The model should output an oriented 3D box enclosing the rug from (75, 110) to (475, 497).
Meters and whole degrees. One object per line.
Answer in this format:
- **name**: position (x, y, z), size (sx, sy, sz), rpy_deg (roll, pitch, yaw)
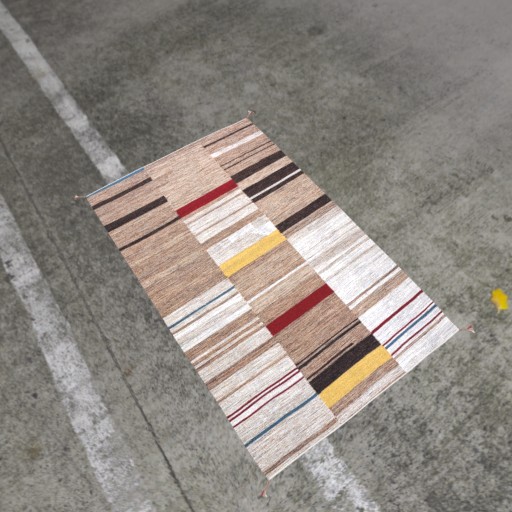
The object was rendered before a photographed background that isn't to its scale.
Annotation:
- **rug**: position (0.000, 0.000, 2.355), size (1.268, 0.007, 1.918), rpy_deg (-31, 63, -17)
